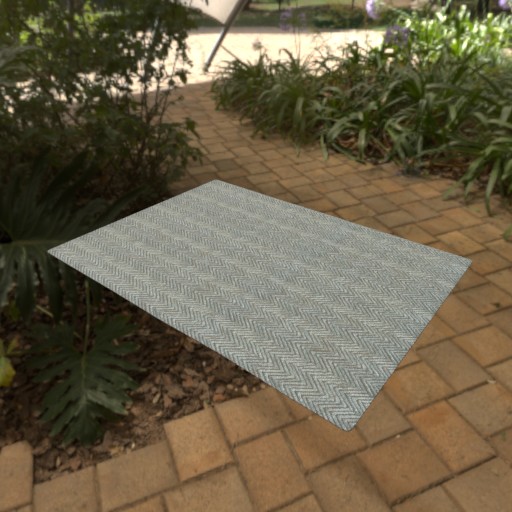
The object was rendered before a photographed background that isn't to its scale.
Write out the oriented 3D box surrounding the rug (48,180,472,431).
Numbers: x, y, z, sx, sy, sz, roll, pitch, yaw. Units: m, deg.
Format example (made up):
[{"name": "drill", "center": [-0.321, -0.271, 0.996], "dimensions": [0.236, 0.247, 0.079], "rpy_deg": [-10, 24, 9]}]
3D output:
[{"name": "rug", "center": [0.000, 0.000, 5.082], "dimensions": [3.957, 0.011, 2.894], "rpy_deg": [22, 38, 32]}]
